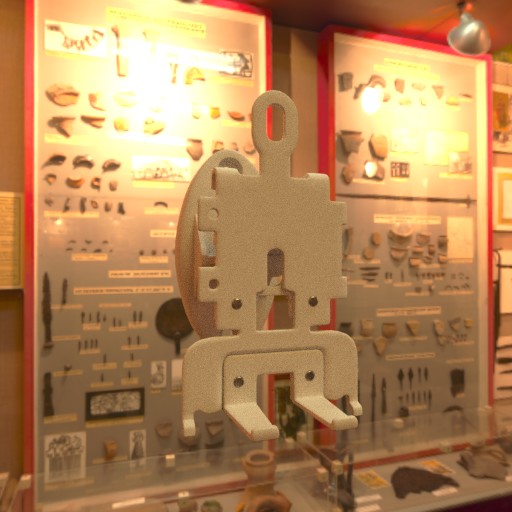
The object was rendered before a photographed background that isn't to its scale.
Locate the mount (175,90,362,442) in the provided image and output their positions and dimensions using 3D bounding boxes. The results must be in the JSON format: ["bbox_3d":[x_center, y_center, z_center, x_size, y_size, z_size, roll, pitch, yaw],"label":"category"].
[{"bbox_3d":[0.000,0.000,0.180,0.066,0.118,0.100,0,0,-18],"label":"mount"}]
